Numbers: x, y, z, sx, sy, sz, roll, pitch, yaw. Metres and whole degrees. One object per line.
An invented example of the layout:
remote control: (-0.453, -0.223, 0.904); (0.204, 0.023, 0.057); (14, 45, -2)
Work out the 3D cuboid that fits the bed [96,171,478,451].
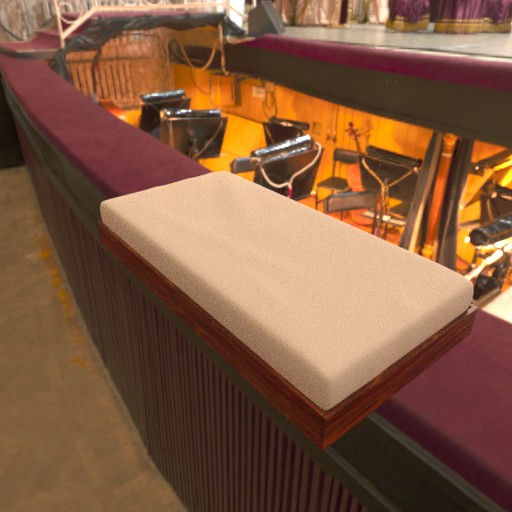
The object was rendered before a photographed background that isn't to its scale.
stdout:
bed: (0.000, 0.000, 2.261); (0.940, 0.312, 1.860); (-22, 36, -33)
